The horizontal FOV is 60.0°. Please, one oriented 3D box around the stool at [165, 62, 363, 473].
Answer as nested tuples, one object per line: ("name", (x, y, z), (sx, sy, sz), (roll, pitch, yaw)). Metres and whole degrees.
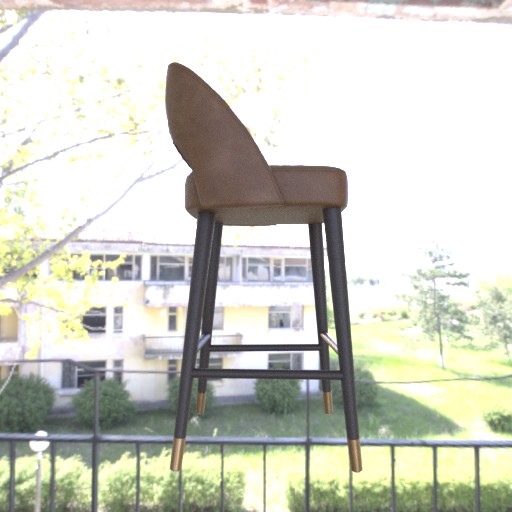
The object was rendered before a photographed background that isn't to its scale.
("stool", (0.000, 0.000, 1.285), (0.509, 1.037, 0.494), (0, -2, 1))
